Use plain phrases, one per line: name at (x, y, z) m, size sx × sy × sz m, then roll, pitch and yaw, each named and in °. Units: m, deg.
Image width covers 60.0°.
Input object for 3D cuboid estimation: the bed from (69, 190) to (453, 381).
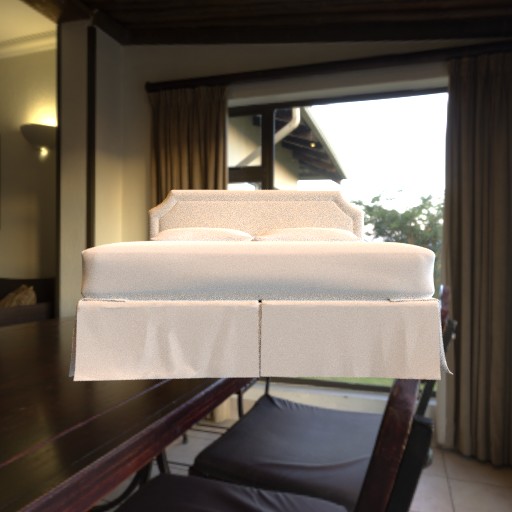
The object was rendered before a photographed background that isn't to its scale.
bed at (0.000, 0.000, 3.393) m, size 2.160 × 1.301 × 2.204 m, roll 0°, pitch 0°, yaw 0°
